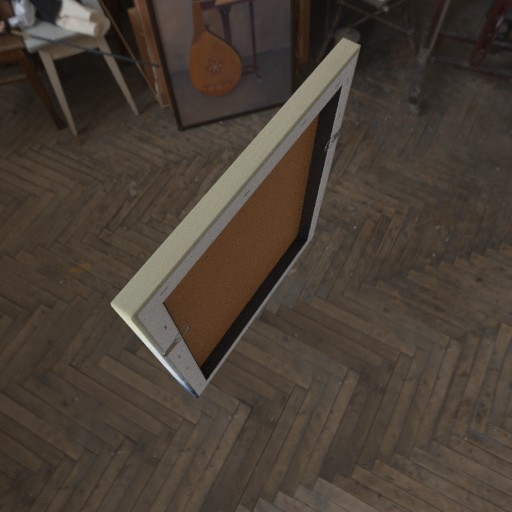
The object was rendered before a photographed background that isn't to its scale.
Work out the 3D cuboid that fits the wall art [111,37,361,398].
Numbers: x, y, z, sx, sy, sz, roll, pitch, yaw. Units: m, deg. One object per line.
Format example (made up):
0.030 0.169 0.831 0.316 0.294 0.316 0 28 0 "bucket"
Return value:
0.000 0.000 0.993 0.041 0.710 0.608 32 68 14 "wall art"
